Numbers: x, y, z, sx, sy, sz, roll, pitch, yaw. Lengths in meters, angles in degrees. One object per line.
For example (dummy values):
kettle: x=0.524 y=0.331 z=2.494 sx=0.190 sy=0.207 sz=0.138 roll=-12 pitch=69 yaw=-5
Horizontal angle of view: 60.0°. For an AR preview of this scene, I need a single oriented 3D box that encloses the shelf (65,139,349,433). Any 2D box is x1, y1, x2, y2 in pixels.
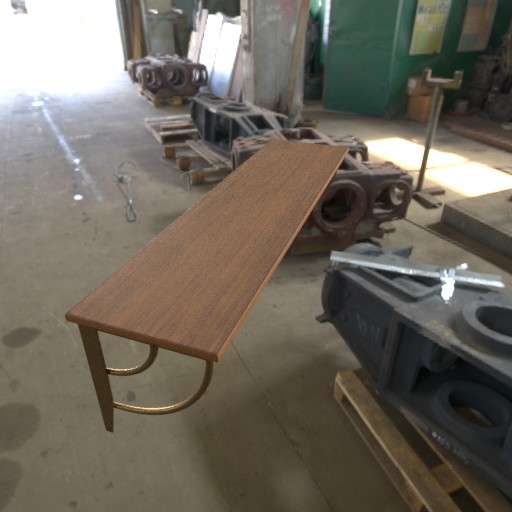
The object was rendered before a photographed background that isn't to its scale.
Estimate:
shelf: x=0.000 y=0.000 z=0.715 sx=0.166 sy=0.190 sz=0.636 roll=11 pitch=33 yaw=17
